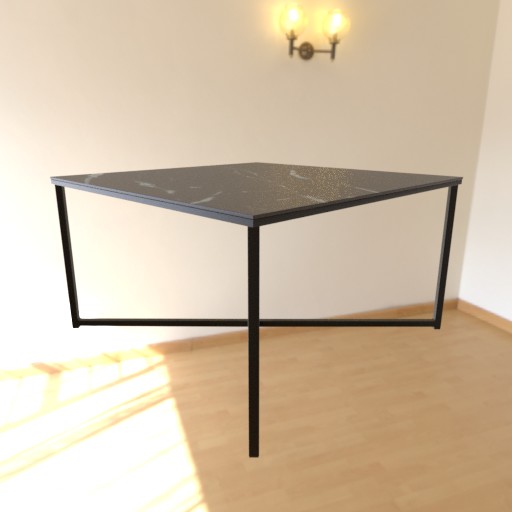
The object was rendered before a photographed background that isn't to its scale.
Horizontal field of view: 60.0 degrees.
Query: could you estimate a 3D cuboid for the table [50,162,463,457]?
[{"bbox_3d":[0.000,0.000,1.274,0.800,0.450,0.800,-15,22,-43],"label":"table"}]
